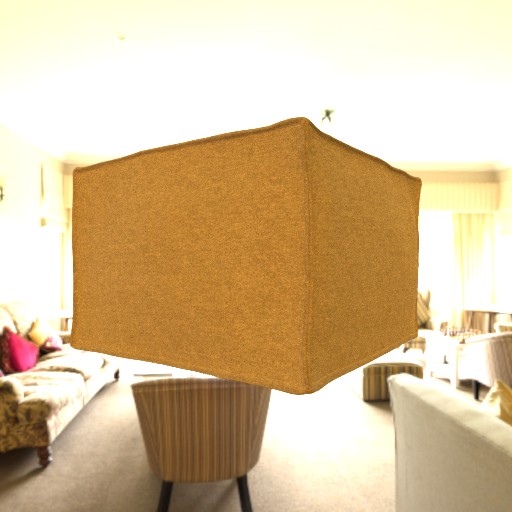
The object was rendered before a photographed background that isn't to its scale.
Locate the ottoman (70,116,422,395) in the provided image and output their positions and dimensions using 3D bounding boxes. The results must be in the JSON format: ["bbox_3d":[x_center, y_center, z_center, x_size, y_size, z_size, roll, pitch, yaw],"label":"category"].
[{"bbox_3d":[0.000,0.000,1.172,0.707,0.470,0.696,0,0,35],"label":"ottoman"}]
